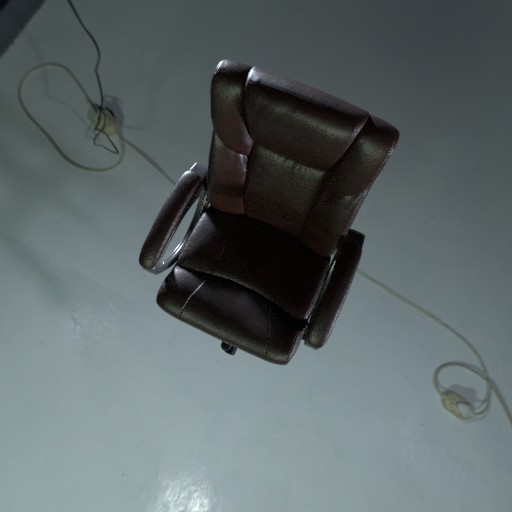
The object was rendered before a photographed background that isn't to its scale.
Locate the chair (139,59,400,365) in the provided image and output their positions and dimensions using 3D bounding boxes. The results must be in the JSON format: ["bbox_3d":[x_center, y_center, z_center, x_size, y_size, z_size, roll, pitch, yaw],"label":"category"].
[{"bbox_3d":[0.000,0.000,1.568,0.656,1.128,0.692,24,77,6],"label":"chair"}]
